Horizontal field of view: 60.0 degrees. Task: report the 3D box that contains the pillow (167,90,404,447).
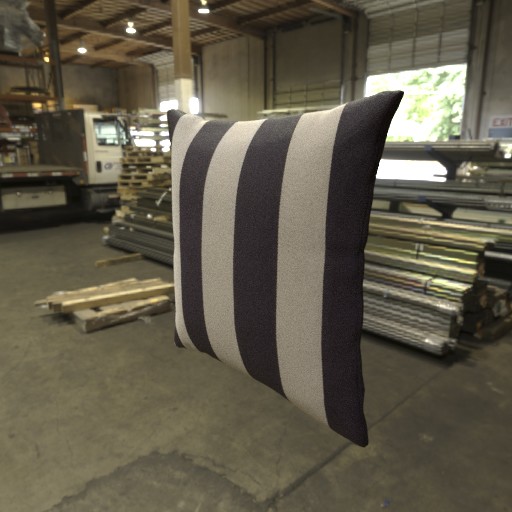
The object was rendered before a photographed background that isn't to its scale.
[{"bbox_3d":[0.000,0.000,0.796,0.189,0.526,0.536,-14,20,-42],"label":"pillow"}]
